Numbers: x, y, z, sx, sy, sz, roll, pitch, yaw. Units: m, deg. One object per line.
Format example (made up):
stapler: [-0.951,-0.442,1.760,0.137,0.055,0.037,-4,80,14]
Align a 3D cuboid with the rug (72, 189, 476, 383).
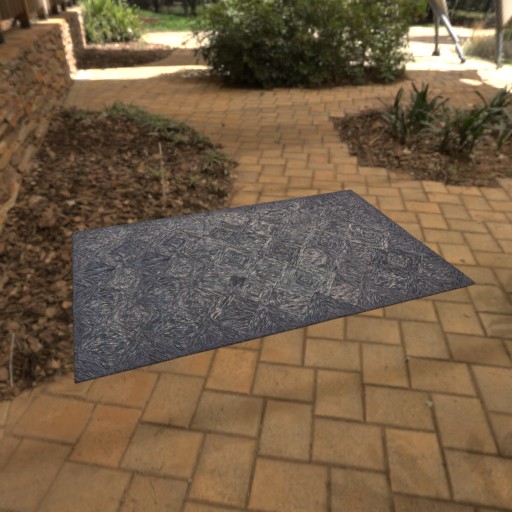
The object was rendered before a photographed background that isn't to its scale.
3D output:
rug: [0.000,0.000,2.242,1.754,0.010,1.139,-11,34,-17]
